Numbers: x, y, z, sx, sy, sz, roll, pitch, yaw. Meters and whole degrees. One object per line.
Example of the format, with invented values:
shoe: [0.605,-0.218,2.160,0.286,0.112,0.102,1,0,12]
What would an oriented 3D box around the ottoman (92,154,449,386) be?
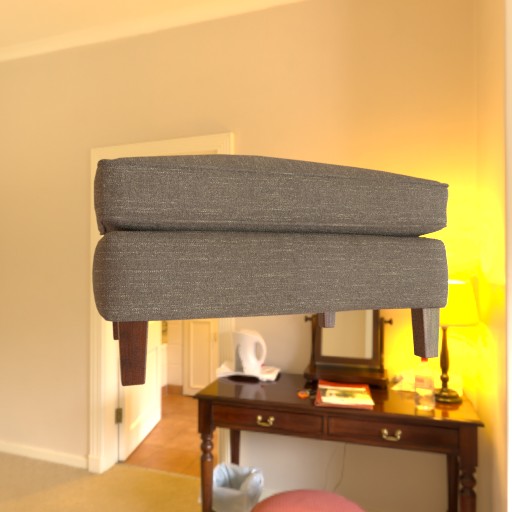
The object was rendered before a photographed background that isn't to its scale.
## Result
ottoman: [0.000,0.000,0.992,0.686,0.406,0.508,0,0,-19]
